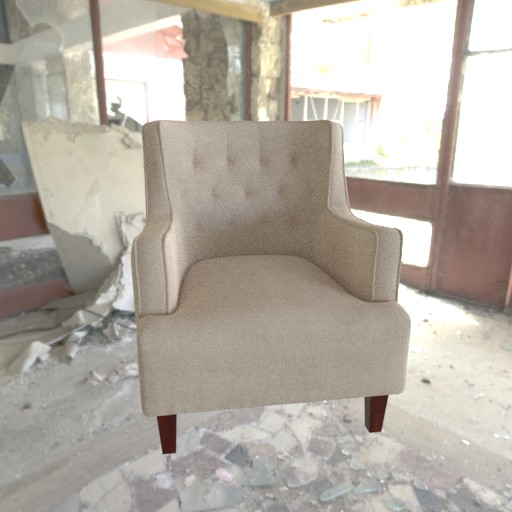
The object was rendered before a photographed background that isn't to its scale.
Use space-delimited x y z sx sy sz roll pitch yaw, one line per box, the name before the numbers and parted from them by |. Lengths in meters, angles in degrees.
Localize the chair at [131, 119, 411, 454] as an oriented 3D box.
chair | 0.000 0.000 1.551 0.781 0.920 0.910 -2 16 -8
